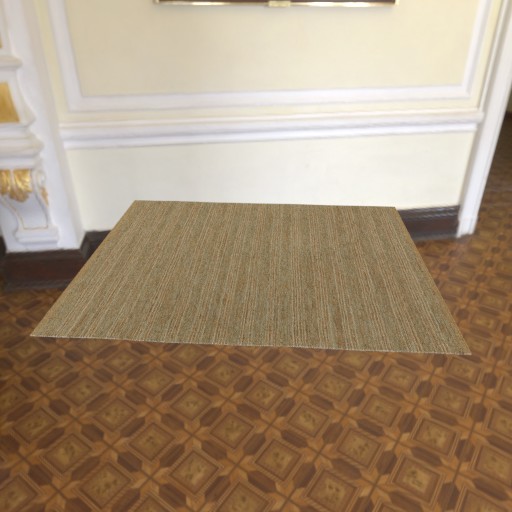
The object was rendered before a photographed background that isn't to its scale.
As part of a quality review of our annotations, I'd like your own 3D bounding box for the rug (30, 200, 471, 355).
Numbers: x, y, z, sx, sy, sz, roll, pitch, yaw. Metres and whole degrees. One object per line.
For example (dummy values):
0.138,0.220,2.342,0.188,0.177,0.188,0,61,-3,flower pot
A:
0.000,0.000,4.097,3.034,0.012,2.471,2,30,3,rug
